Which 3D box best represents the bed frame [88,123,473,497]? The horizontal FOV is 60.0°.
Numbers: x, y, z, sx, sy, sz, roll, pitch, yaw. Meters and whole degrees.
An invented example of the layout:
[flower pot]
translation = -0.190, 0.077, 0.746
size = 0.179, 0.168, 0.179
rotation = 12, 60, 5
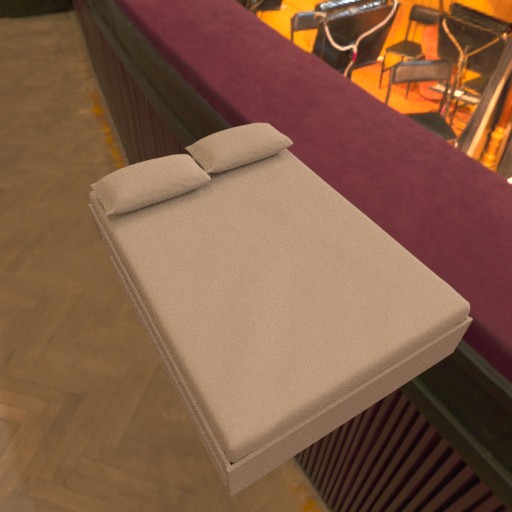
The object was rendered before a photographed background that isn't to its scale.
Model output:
[bed frame]
translation = 0.000, 0.000, 2.615
size = 1.450, 0.629, 1.950
rotation = -24, 51, -21
